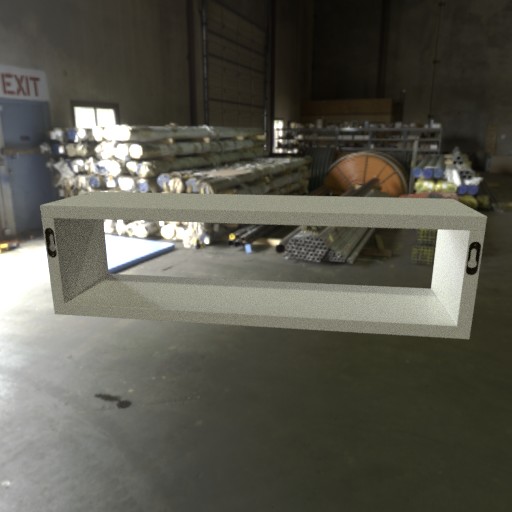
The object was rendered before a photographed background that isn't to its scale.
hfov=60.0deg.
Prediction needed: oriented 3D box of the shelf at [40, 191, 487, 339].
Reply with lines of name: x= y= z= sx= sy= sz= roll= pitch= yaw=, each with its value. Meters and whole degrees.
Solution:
shelf: x=0.000 y=0.000 z=0.694 sx=0.610 sy=0.170 sz=0.150 roll=2 pitch=16 yaw=8
